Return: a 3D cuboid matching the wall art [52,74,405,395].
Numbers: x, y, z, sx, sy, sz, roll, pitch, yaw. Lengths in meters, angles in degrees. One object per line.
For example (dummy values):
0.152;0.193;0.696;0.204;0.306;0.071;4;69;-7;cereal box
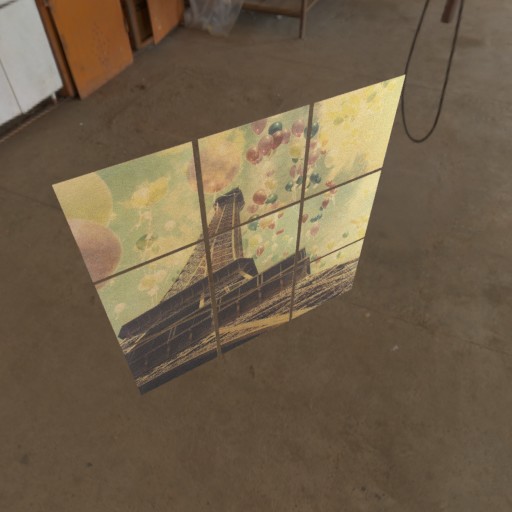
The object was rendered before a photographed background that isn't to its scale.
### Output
0.000;0.000;2.232;1.517;1.505;0.002;-23;52;-20;wall art
